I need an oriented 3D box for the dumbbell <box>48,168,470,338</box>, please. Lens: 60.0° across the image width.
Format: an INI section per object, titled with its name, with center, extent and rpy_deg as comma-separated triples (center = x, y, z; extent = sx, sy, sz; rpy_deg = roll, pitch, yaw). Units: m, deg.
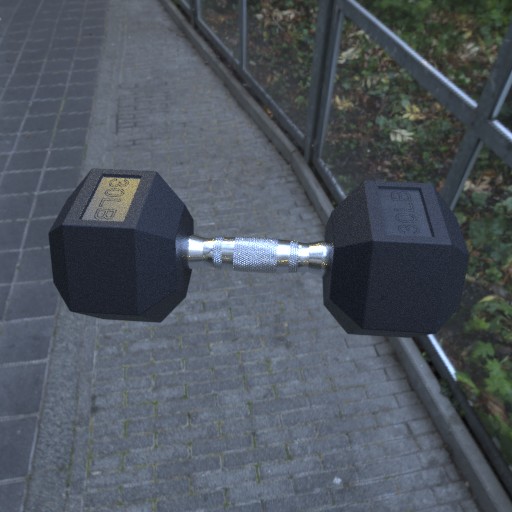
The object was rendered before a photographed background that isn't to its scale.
[dumbbell]
center = 0.000, 0.000, 0.395
extent = 0.337, 0.123, 0.142
rpy_deg = 3, 47, 3
